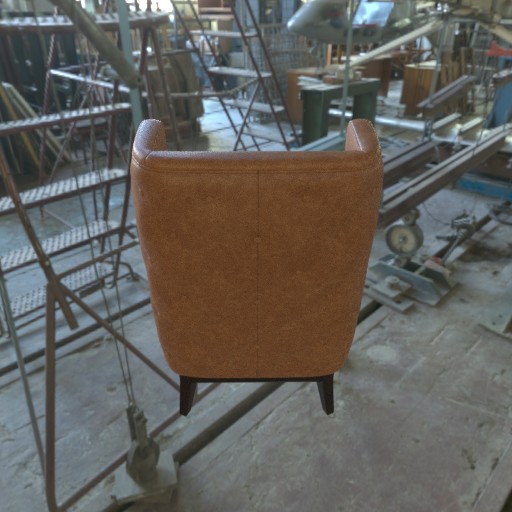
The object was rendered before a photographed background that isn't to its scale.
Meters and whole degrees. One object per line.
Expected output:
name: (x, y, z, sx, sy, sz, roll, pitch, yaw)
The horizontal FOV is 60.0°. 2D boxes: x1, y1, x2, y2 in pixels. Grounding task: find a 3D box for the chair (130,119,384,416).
chair: (0.000, 0.000, 1.693, 0.766, 1.079, 0.899, 0, 29, -1)
